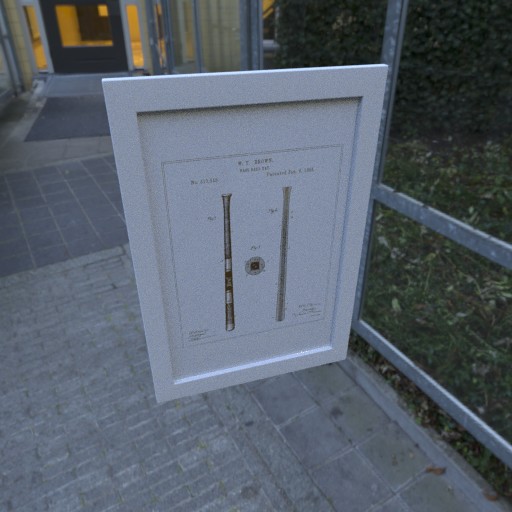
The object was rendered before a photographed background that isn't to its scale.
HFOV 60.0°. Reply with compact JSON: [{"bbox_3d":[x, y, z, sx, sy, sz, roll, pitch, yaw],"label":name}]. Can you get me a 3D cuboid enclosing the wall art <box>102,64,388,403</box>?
[{"bbox_3d":[0.000,0.000,0.619,0.329,0.482,0.011,-9,33,-15],"label":"wall art"}]
